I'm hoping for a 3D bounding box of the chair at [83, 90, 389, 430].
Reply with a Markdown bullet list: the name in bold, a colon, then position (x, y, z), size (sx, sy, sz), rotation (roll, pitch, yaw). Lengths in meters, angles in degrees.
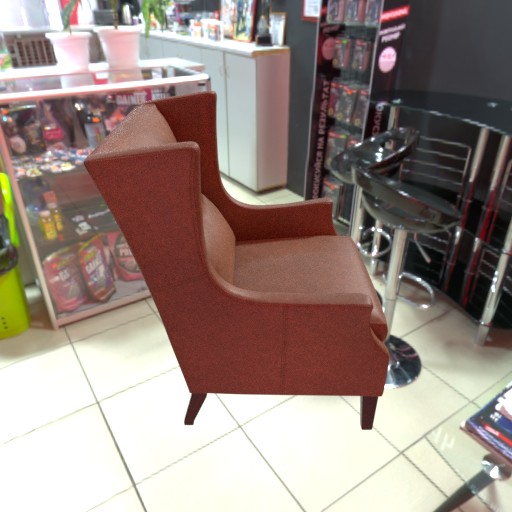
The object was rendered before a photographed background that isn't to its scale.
- **chair**: position (0.000, 0.000, 1.709), size (0.913, 1.088, 0.815), rotation (0, 31, -1)
